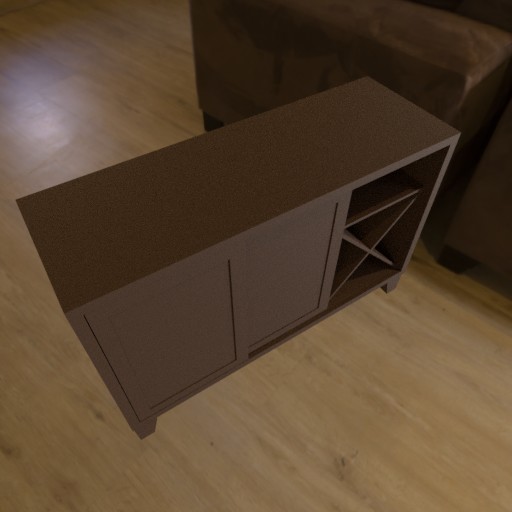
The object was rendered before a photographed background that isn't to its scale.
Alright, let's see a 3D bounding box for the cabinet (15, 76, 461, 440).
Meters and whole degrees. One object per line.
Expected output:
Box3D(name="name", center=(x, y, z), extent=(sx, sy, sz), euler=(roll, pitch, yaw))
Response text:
Box3D(name="cabinet", center=(0.000, 0.000, 1.780), extent=(1.396, 0.914, 0.482), euler=(-26, 54, -21))
